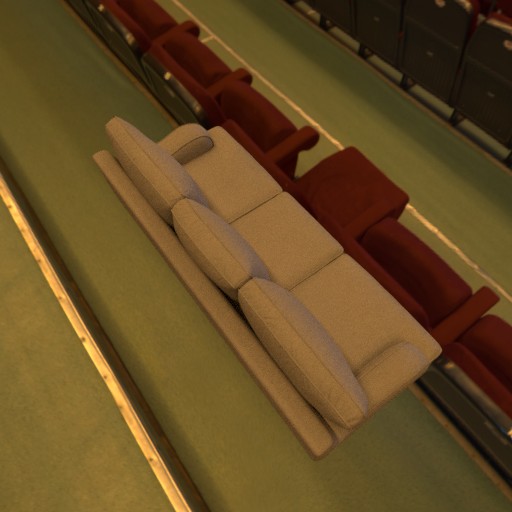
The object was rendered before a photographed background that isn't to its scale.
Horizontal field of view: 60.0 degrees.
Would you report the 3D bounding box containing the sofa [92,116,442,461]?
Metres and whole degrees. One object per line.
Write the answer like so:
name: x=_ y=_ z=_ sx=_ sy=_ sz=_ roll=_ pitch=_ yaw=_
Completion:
sofa: x=0.000 y=0.000 z=2.839 sx=1.016 sy=0.991 sz=2.323 roll=-33 pitch=64 yaw=-18
